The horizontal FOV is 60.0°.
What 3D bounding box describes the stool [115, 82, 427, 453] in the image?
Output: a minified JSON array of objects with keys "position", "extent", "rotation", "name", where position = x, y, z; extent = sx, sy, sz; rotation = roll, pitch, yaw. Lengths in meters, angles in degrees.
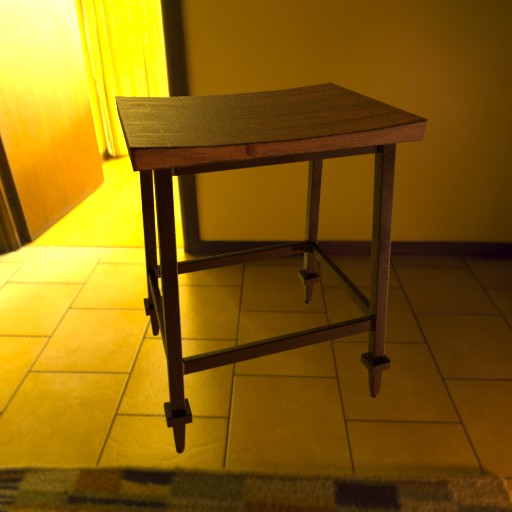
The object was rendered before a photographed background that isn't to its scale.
[{"position":[0.000,0.000,0.954],"extent":[0.486,0.625,0.405],"rotation":[-10,32,-16],"name":"stool"}]
